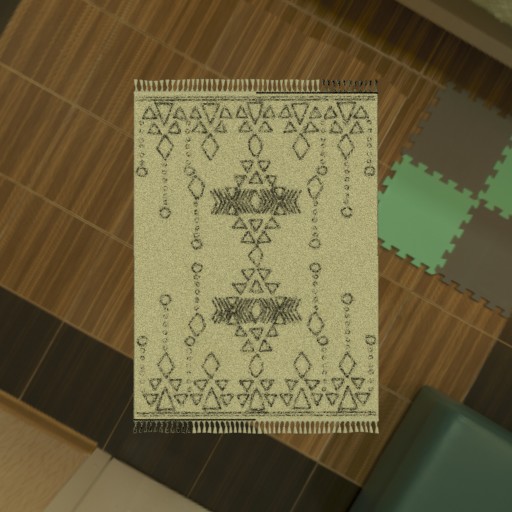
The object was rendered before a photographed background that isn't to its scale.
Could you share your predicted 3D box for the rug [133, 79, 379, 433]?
[{"bbox_3d":[0.000,0.000,2.896,1.600,0.013,2.312,0,90,0],"label":"rug"}]
